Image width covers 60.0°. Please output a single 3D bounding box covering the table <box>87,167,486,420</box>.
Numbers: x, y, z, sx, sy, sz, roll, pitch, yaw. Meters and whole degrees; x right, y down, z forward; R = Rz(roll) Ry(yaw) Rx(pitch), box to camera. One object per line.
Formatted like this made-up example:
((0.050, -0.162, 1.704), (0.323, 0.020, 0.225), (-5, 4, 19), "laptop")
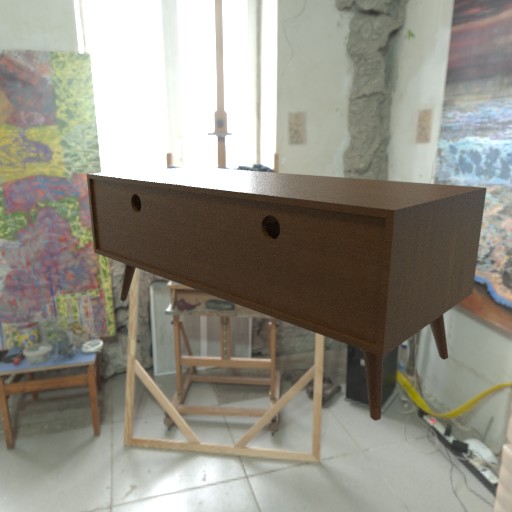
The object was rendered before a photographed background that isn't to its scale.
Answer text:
((0.000, 0.000, 1.359), (1.119, 0.464, 0.490), (14, 20, 42), "table")
